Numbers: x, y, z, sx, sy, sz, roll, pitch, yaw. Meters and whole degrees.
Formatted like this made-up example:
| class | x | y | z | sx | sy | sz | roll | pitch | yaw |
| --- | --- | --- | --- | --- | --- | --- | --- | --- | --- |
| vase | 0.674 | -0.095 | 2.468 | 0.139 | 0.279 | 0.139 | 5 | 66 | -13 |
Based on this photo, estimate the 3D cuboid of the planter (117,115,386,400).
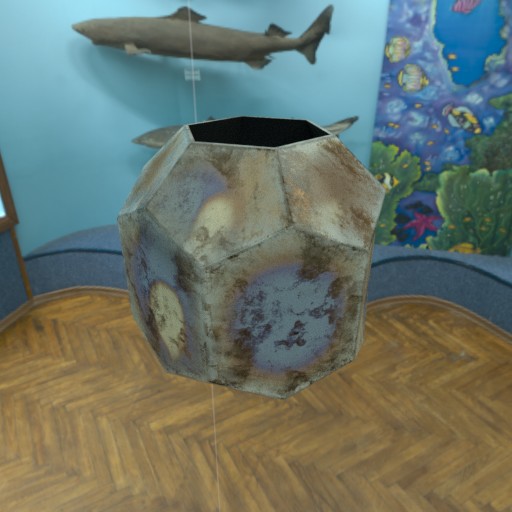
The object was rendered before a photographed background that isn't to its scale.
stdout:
| class | x | y | z | sx | sy | sz | roll | pitch | yaw |
| --- | --- | --- | --- | --- | --- | --- | --- | --- | --- |
| planter | 0.000 | 0.000 | 0.425 | 0.221 | 0.238 | 0.243 | 8 | 29 | 15 |
